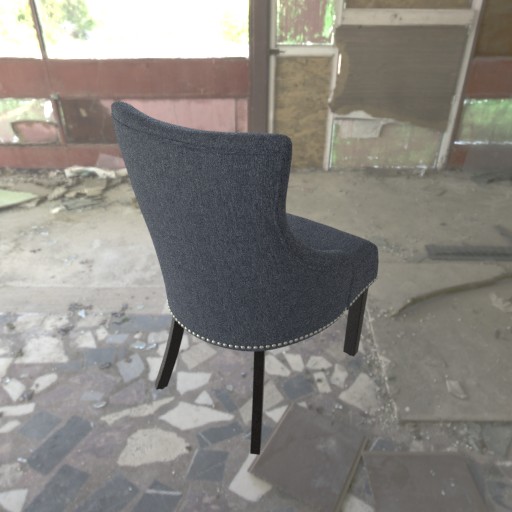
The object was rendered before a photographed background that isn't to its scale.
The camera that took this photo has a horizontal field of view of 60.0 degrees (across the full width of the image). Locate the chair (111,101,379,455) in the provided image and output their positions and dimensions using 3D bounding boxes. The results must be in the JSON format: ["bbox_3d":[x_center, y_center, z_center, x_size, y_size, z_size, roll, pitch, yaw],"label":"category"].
[{"bbox_3d":[0.000,0.000,1.321,0.566,0.909,0.629,21,37,31],"label":"chair"}]
